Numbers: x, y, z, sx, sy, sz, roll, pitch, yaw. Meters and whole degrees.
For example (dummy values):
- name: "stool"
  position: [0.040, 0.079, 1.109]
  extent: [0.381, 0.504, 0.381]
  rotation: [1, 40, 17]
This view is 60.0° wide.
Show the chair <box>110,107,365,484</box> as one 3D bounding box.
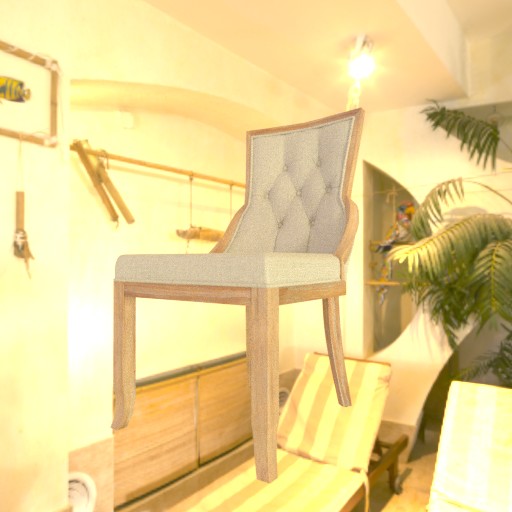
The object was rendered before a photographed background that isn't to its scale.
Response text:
- name: "chair"
  position: [0.000, 0.000, 1.323]
  extent: [0.524, 0.947, 0.641]
  rotation: [0, -1, 35]
